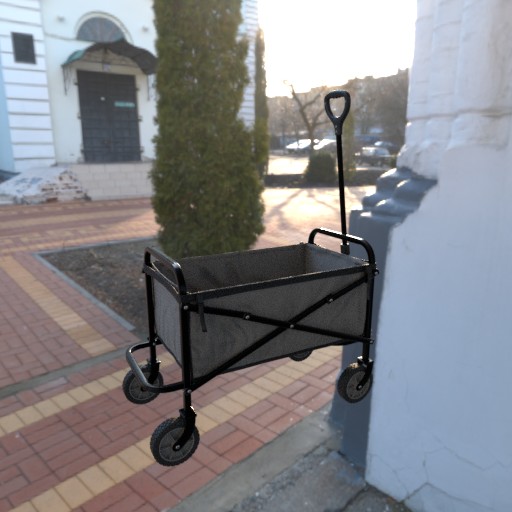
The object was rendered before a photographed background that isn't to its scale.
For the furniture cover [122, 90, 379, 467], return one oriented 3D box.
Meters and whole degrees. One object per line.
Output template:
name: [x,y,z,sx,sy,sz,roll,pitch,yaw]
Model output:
furniture cover: [0.000,0.000,1.783,1.038,1.295,0.532,-8,16,-27]
